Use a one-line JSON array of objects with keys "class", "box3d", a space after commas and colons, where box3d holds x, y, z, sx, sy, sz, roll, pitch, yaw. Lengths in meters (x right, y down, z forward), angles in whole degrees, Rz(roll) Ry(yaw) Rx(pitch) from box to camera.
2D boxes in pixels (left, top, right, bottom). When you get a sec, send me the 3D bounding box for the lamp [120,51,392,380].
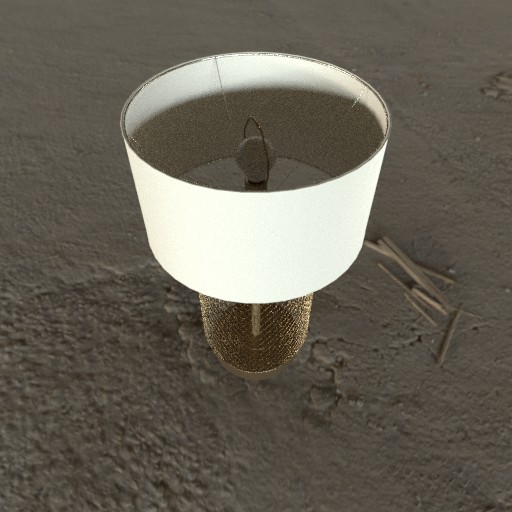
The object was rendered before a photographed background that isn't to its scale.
[{"class": "lamp", "box3d": [0.000, 0.000, 0.799, 0.353, 0.578, 0.353, 0, 47, 0]}]
